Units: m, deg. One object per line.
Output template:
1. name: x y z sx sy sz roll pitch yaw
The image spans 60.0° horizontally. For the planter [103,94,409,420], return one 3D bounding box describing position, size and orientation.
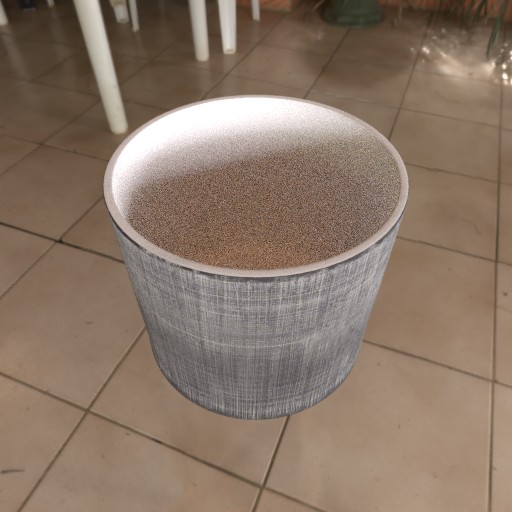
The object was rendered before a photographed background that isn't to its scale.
1. planter: 0.000 0.000 0.321 0.178 0.157 0.178 0 46 0
